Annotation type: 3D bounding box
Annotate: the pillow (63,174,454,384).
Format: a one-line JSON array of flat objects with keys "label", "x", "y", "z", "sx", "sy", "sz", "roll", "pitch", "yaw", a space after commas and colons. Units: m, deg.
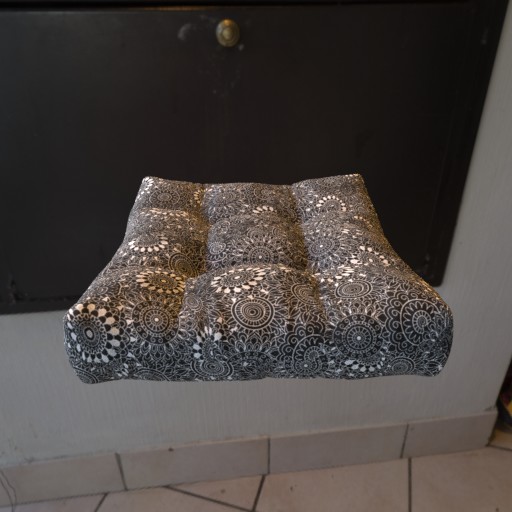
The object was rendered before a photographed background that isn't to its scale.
[{"label": "pillow", "x": 0.000, "y": 0.000, "z": 0.720, "sx": 0.468, "sy": 0.128, "sz": 0.490, "roll": -1, "pitch": 29, "yaw": -2}]
